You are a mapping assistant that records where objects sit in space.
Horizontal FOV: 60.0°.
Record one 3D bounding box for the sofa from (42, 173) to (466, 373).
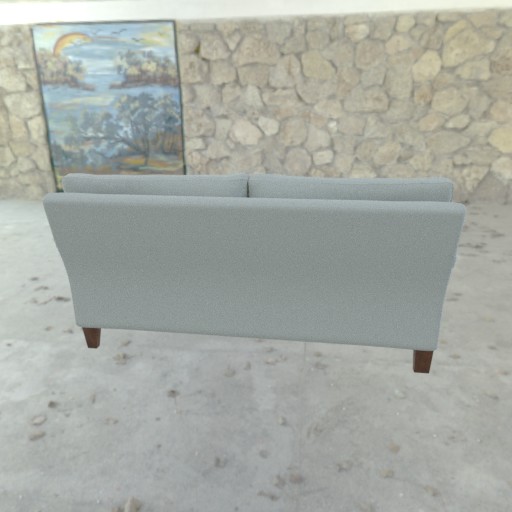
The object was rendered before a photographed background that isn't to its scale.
[{"bbox_3d":[0.000,0.000,2.800,2.193,1.096,1.069,2,17,8],"label":"sofa"}]
